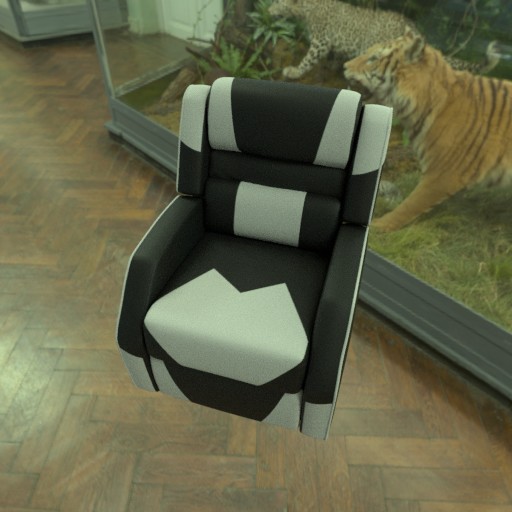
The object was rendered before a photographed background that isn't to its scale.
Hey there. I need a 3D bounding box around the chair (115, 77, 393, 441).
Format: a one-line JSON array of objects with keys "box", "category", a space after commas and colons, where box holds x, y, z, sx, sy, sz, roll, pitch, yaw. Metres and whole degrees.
[{"box": [0.000, 0.000, 1.309, 0.620, 0.805, 0.672, 11, 42, 13], "category": "chair"}]
